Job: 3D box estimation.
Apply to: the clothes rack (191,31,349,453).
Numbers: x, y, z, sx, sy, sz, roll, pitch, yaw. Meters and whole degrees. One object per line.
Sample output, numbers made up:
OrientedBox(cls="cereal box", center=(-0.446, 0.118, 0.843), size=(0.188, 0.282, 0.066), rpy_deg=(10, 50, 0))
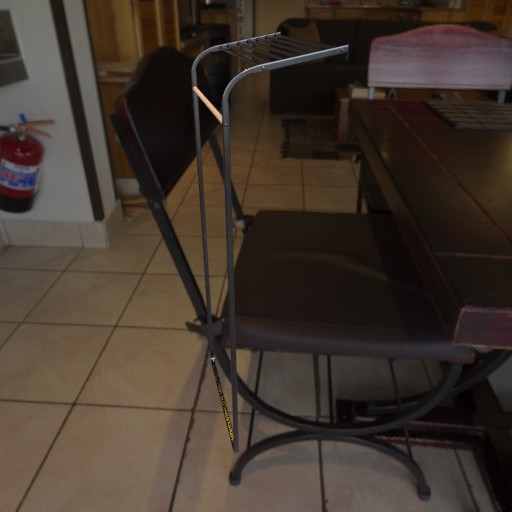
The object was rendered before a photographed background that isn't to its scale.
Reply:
OrientedBox(cls="clothes rack", center=(0.000, 0.000, 1.778), size=(0.349, 1.574, 0.609), rpy_deg=(-8, 31, -13))
